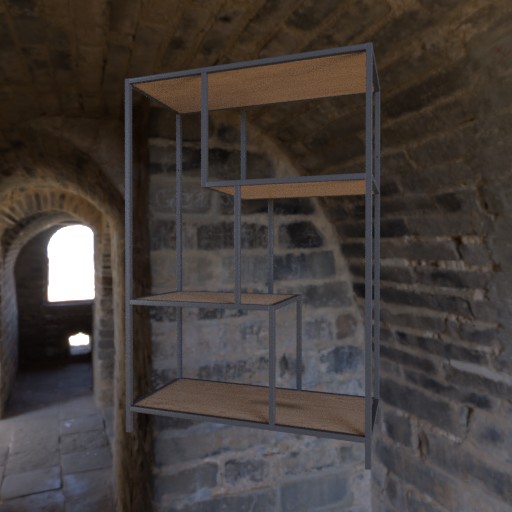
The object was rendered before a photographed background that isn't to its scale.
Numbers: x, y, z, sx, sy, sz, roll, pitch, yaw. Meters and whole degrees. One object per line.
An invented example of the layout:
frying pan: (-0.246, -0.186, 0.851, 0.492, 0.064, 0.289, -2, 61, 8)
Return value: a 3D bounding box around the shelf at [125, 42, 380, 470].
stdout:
shelf: (0.000, 0.000, 1.469, 0.770, 1.138, 0.350, 0, 1, 19)
